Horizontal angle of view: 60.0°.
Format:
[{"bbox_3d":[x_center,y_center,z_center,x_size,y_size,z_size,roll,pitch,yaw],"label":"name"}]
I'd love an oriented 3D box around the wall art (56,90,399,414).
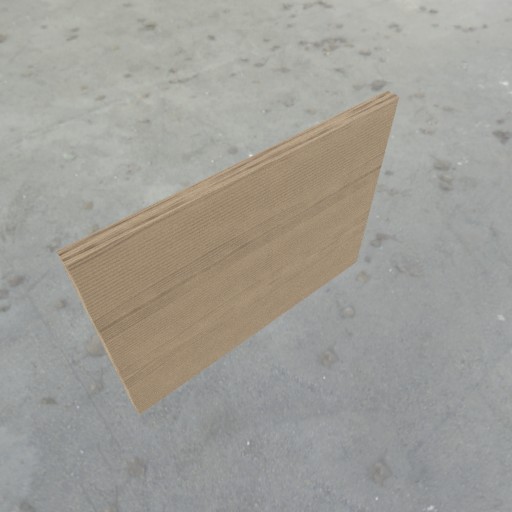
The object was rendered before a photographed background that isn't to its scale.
[{"bbox_3d":[0.000,0.000,1.133,0.841,0.609,0.063,-31,55,-25],"label":"wall art"}]
